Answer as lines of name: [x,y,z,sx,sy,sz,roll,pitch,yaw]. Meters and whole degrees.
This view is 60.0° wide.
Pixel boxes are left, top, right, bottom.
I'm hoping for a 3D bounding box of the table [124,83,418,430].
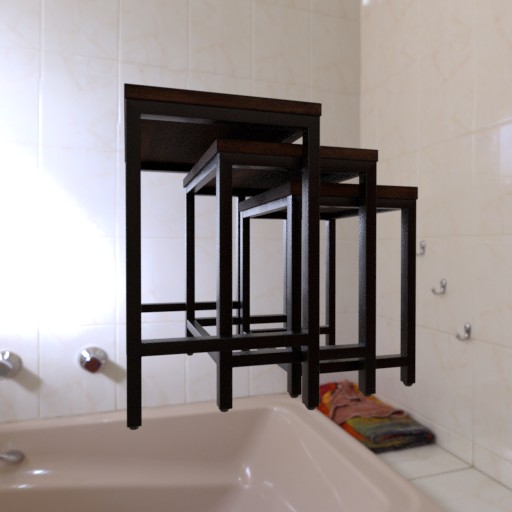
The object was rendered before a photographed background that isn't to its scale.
table: [0.000,0.000,1.163,0.660,0.616,0.608,0,1,-16]
